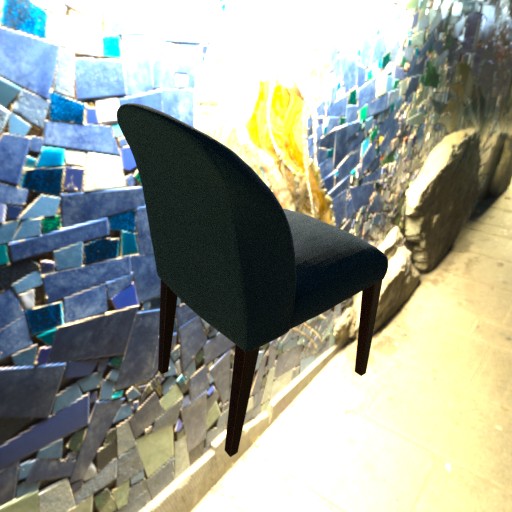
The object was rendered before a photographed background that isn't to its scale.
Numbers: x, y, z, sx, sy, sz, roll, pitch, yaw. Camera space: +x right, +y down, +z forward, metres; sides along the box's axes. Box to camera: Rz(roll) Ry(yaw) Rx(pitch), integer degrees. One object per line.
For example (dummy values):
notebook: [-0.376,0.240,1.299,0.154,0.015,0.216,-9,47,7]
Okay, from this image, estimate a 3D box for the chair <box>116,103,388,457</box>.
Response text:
chair: [0.000,0.000,1.272,0.620,0.879,0.507,-19,32,-33]
